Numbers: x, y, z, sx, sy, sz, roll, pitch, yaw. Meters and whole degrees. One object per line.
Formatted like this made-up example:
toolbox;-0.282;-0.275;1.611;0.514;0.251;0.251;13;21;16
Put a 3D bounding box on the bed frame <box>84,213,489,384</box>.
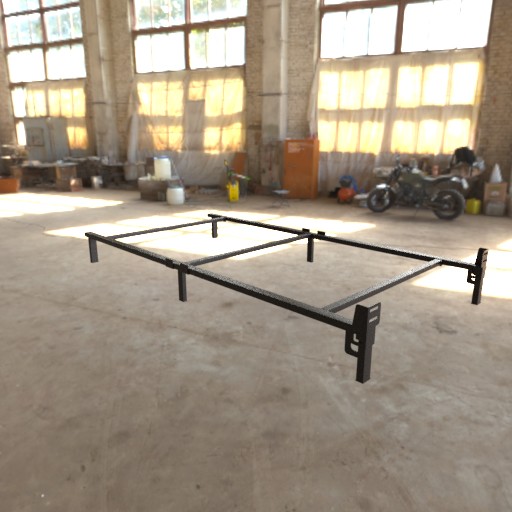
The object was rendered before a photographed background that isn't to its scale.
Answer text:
bed frame;0.000;0.000;2.275;0.968;0.248;1.897;-14;21;-43
